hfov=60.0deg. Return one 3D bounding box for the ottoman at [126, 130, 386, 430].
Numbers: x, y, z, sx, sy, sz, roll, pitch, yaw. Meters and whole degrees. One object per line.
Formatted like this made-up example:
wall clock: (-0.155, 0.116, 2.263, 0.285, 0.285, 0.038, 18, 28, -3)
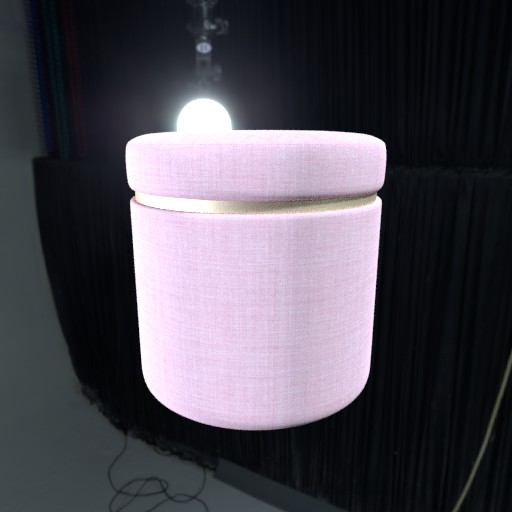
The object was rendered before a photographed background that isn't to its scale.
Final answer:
ottoman: (0.000, 0.000, 0.749, 0.400, 0.406, 0.400, 0, 15, 0)
